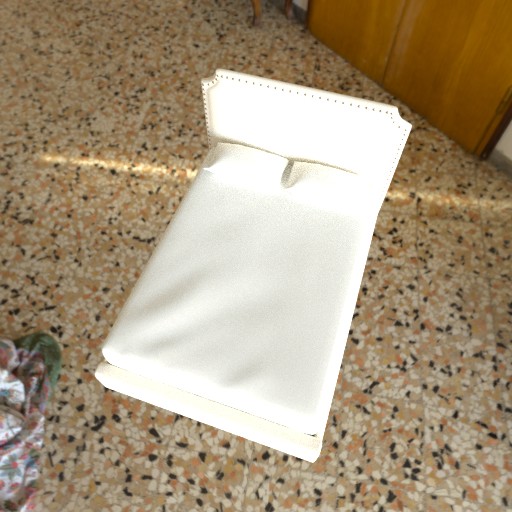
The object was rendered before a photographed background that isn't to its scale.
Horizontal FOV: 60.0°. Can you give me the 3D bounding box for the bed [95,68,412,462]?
[{"bbox_3d":[0.000,0.000,3.416,1.712,1.443,2.365,16,59,10],"label":"bed"}]
